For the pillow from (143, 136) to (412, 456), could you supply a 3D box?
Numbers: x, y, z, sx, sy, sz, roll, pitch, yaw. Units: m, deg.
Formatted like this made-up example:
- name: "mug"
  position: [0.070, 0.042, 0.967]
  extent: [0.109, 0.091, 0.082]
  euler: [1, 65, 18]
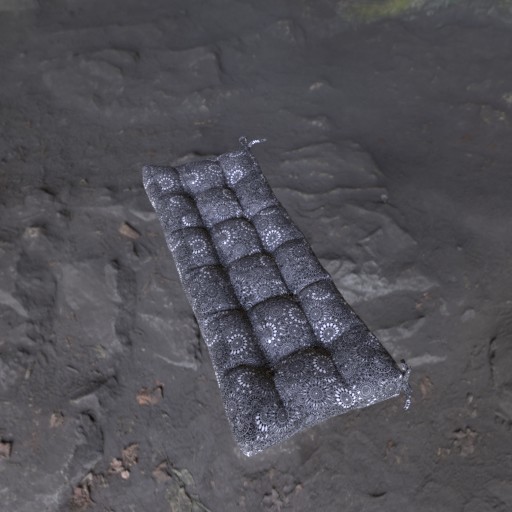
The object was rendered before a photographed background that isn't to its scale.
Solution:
- name: "pillow"
  position: [0.000, 0.000, 1.411]
  extent: [0.511, 0.174, 1.194]
  euler: [-16, 49, -15]
